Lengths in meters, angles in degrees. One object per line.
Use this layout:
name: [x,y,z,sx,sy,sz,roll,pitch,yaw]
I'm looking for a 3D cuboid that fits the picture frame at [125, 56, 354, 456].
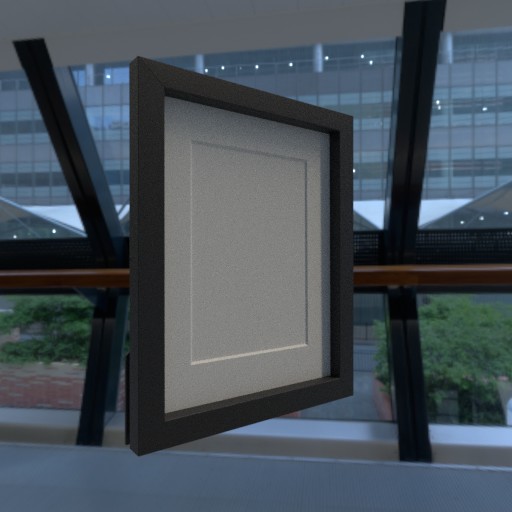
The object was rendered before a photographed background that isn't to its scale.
picture frame: [0.000,0.000,0.528,0.307,0.383,0.036,0,0,-37]
